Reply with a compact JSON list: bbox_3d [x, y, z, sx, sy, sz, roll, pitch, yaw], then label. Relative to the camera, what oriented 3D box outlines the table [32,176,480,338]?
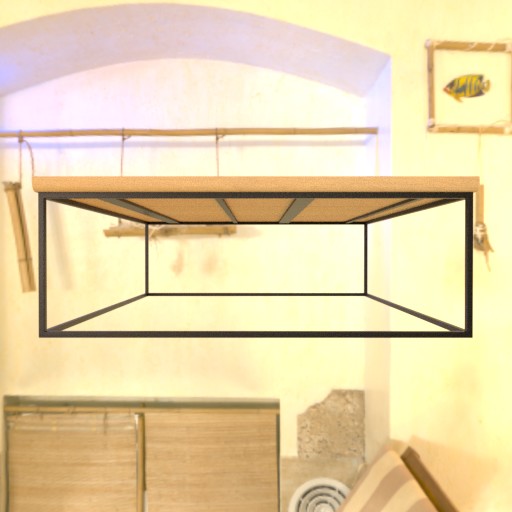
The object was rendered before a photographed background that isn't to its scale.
[{"bbox_3d":[0.000,0.000,1.639,1.100,0.400,1.100,0,0,0],"label":"table"}]
